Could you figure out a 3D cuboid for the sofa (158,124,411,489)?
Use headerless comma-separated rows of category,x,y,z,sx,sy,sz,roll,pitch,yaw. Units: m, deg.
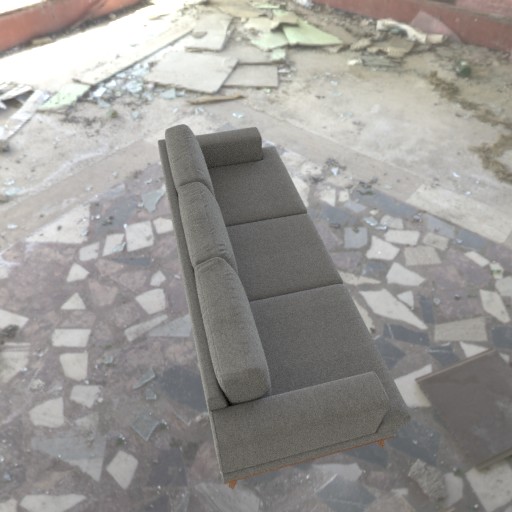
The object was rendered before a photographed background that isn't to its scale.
sofa,0.000,0.000,2.712,0.920,0.810,2.310,-11,48,-10
